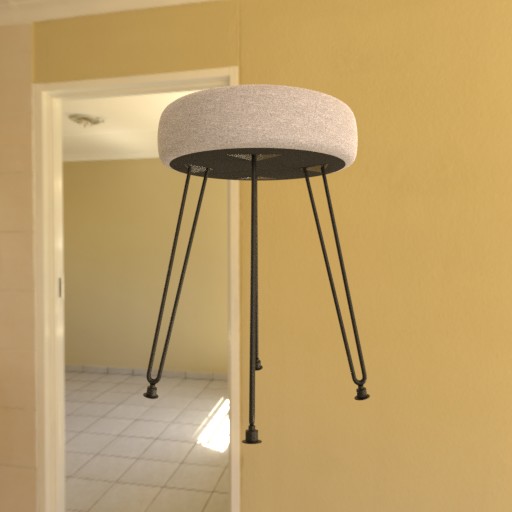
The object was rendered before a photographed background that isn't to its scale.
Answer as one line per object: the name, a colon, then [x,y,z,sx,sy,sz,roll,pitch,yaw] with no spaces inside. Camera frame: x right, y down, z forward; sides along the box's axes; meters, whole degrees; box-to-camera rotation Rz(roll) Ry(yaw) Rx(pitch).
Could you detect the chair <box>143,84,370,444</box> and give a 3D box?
chair: [0.000,0.000,0.684,0.350,0.440,0.350,0,1,1]
